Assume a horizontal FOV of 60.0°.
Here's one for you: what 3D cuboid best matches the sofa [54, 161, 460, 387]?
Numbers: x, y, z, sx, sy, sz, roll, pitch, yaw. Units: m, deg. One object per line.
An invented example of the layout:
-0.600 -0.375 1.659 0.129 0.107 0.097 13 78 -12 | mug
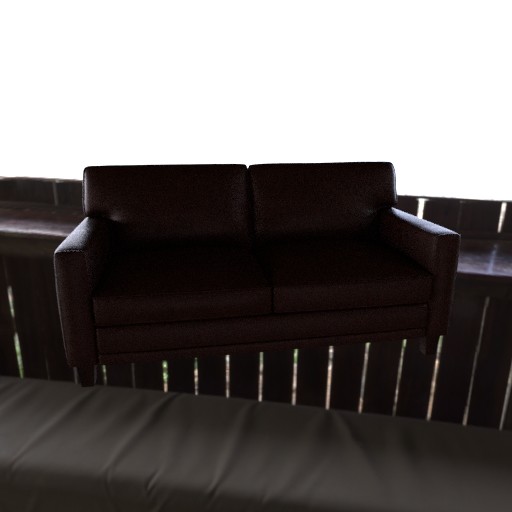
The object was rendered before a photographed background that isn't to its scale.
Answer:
0.000 0.000 2.369 1.876 0.928 0.912 -3 17 -10 | sofa
